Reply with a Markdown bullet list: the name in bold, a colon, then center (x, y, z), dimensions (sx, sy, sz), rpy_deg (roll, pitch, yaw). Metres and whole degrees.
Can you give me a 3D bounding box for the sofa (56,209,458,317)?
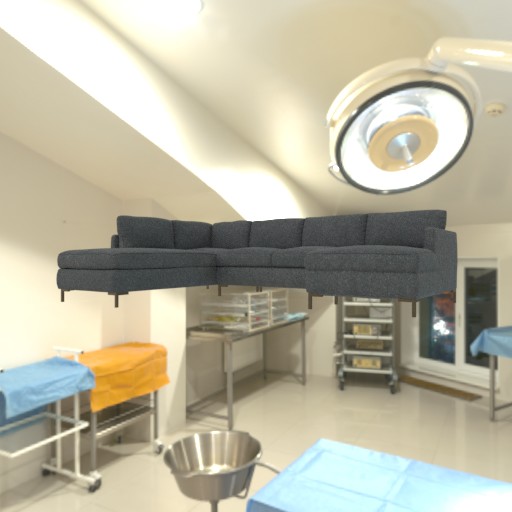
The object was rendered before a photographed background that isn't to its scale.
- **sofa**: center (0.000, 0.000, 3.880), dimensions (2.956, 0.813, 2.007), rpy_deg (0, 0, 35)
